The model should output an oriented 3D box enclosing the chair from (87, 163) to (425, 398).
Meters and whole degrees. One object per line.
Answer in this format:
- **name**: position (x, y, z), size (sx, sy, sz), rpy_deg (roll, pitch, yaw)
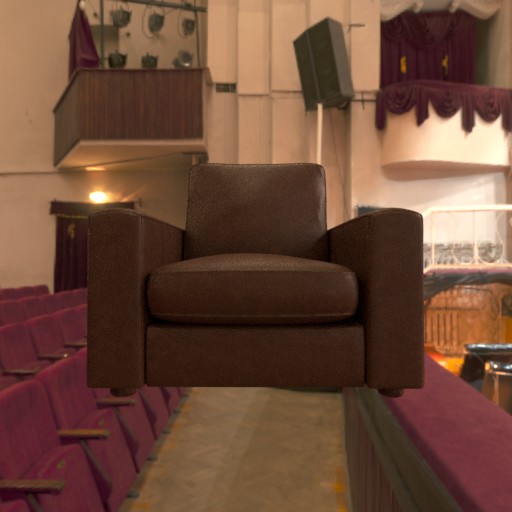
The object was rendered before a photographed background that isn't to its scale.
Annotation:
- **chair**: position (0.000, 0.000, 1.770), size (1.005, 0.873, 1.016), rpy_deg (0, -1, 0)
